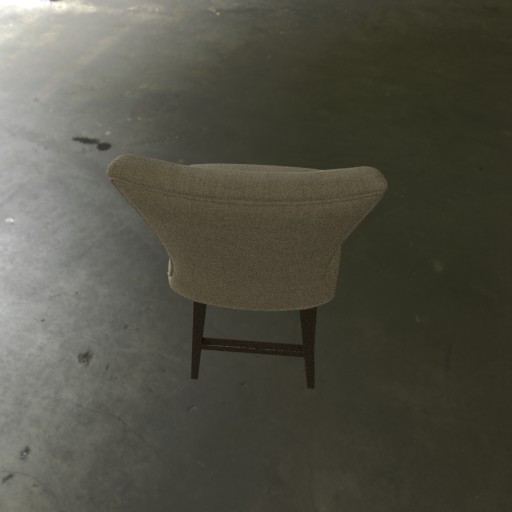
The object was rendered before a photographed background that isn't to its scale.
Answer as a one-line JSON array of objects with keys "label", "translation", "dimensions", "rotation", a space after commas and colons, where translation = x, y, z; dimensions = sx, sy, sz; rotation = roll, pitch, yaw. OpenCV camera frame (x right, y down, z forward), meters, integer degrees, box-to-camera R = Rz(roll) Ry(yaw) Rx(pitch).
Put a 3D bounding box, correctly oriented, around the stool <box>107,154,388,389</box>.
[{"label": "stool", "translation": [0.000, 0.000, 1.313], "dimensions": [0.514, 1.000, 0.574], "rotation": [4, 49, 3]}]
